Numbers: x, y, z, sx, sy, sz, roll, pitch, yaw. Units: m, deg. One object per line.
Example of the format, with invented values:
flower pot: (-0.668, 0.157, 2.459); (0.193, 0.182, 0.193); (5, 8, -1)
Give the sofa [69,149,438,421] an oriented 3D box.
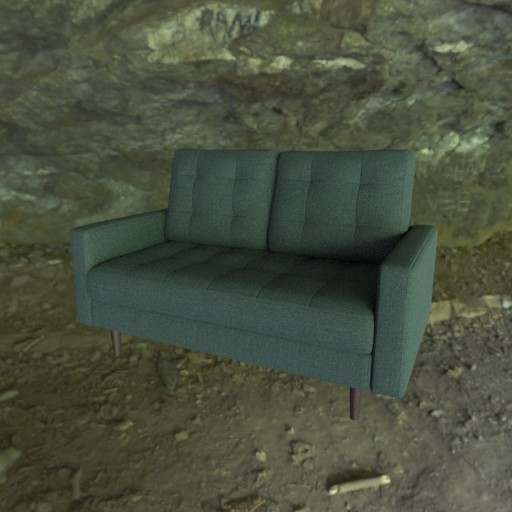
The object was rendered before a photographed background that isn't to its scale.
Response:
sofa: (0.000, 0.000, 1.938); (1.407, 0.907, 0.842); (7, 15, 26)
